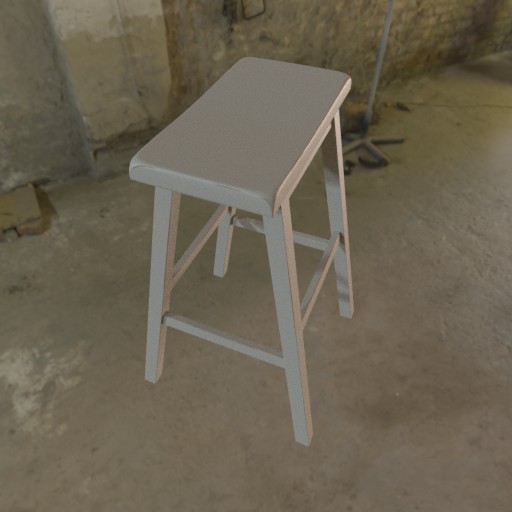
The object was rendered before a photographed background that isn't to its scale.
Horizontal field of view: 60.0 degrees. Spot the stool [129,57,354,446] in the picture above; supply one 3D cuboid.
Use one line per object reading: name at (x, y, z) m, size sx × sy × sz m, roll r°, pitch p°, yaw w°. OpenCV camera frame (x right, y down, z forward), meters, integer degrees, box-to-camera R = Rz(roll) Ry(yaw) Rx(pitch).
stool at (0.000, 0.000, 1.049) m, size 0.476 × 0.737 × 0.457 m, roll 17°, pitch 48°, yaw 16°
